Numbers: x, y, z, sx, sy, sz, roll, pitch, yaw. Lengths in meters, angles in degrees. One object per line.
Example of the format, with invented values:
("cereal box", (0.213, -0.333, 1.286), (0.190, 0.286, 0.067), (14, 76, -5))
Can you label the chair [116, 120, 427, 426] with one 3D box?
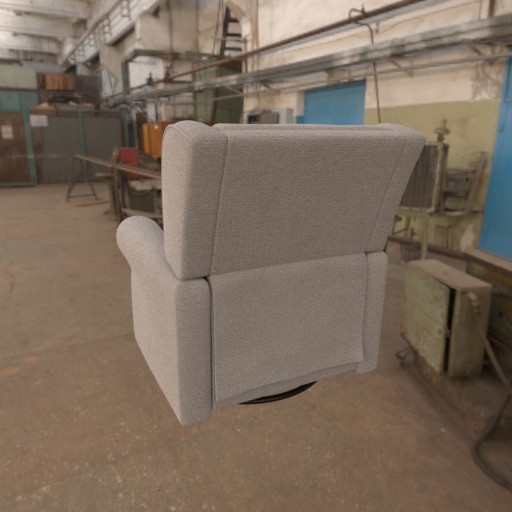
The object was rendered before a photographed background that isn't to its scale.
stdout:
("chair", (0.000, 0.000, 1.691), (0.906, 0.966, 0.854), (-8, 17, -26))
